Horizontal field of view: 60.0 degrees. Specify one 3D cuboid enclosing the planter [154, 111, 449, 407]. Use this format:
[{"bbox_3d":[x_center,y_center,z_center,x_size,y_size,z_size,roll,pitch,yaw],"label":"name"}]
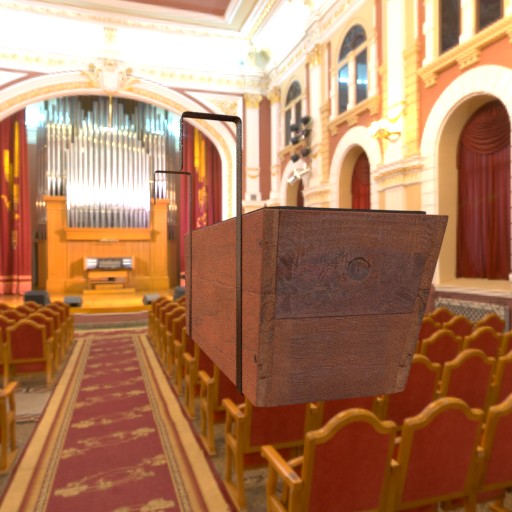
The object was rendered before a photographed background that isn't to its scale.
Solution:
[{"bbox_3d":[0.000,0.000,0.641,0.262,0.289,0.480,0,0,-18],"label":"planter"}]
